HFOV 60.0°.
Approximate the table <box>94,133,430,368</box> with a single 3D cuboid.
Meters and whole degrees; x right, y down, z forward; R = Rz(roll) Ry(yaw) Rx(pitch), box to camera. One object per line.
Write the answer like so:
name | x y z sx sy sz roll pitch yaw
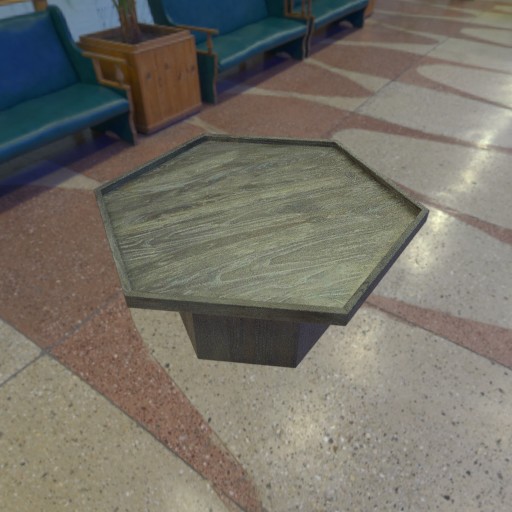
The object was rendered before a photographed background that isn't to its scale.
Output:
table | 0.000 0.000 1.618 0.966 0.488 1.115 25 46 27
